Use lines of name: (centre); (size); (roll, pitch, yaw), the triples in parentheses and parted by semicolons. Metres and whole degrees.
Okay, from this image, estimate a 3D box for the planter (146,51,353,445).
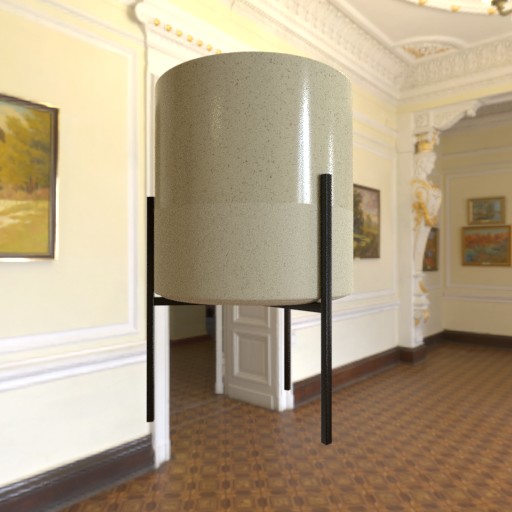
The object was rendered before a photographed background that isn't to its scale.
planter: (0.000, 0.000, 0.532); (0.234, 0.390, 0.243); (0, 0, -36)
